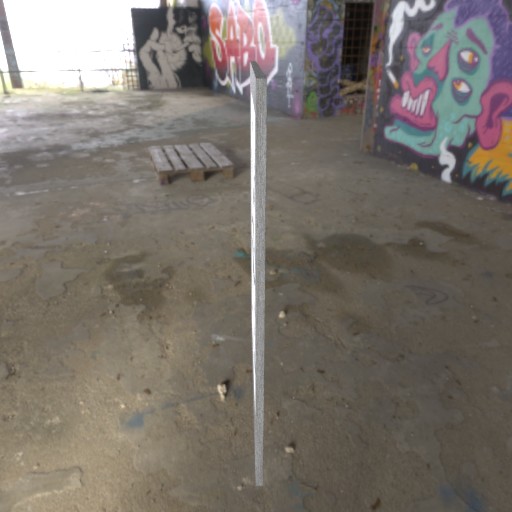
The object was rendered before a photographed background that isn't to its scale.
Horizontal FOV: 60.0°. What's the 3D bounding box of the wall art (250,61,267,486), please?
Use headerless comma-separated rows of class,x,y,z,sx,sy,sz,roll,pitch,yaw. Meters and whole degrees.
wall art,0.000,0.000,1.365,0.020,1.070,0.768,-1,26,-1
